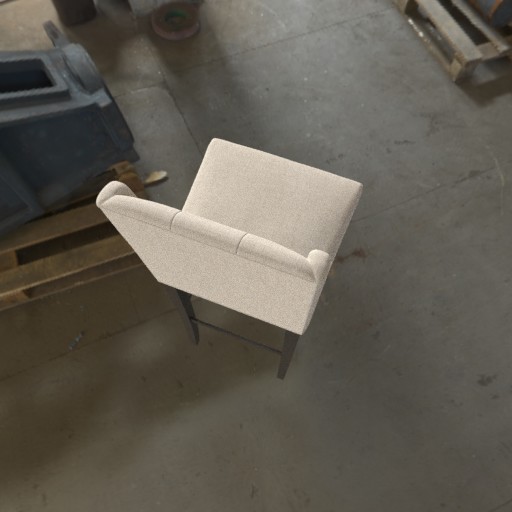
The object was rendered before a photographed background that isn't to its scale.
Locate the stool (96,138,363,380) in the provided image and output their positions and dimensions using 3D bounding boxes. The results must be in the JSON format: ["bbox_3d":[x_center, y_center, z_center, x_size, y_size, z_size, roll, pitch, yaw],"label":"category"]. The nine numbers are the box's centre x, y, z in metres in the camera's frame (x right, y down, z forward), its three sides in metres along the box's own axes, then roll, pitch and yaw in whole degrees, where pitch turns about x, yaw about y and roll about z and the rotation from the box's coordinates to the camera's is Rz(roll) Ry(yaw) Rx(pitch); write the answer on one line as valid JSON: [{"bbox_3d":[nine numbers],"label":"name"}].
[{"bbox_3d":[0.000,0.000,1.357,0.474,1.116,0.509,19,66,9],"label":"stool"}]
